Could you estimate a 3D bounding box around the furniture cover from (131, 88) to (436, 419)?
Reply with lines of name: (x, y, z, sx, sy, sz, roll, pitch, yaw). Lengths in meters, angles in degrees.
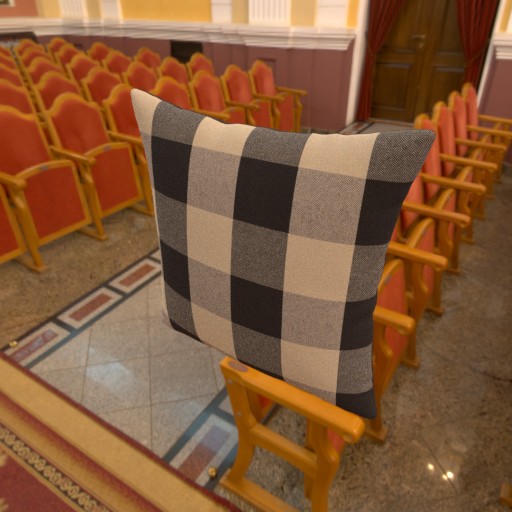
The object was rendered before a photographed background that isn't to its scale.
furniture cover: (0.000, 0.000, 0.774, 0.511, 0.509, 0.161, 18, 35, 28)
